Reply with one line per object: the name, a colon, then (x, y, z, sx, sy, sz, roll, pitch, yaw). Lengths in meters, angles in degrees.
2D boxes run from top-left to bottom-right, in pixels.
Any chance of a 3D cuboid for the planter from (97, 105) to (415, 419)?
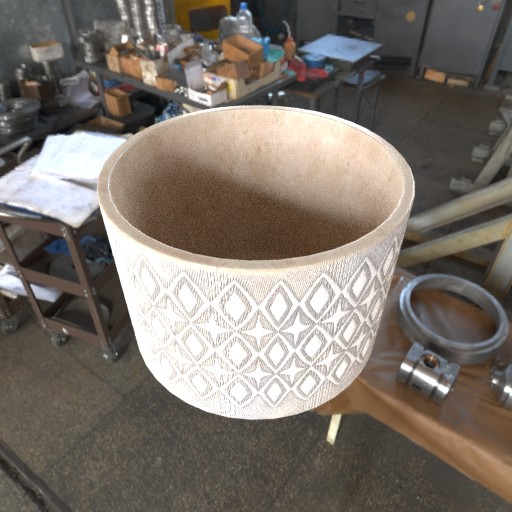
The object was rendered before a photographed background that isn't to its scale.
planter: (0.000, 0.000, 0.277, 0.164, 0.127, 0.164, 0, 41, 0)
